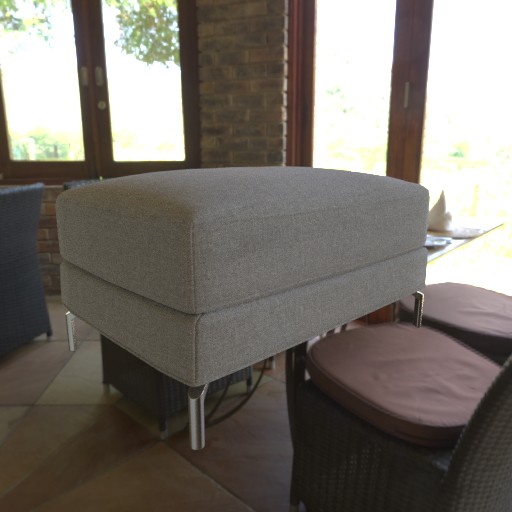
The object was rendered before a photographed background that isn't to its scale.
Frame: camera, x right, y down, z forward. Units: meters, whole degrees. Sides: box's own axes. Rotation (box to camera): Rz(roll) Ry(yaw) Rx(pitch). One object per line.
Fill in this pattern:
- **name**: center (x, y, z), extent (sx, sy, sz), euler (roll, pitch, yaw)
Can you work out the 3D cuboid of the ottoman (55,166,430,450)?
- **ottoman**: center (0.000, 0.000, 1.165), extent (0.838, 0.457, 0.584), euler (-12, 18, -42)
